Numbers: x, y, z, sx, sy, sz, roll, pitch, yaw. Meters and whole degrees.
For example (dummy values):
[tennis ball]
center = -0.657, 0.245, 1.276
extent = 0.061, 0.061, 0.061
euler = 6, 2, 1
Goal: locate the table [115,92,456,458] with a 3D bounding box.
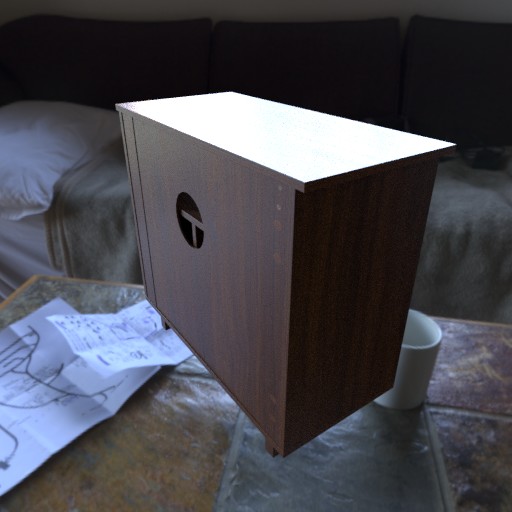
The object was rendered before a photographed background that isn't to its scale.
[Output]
[table]
center = 0.000, 0.000, 1.213
extent = 0.390, 0.725, 0.802
euler = -19, 34, -30
